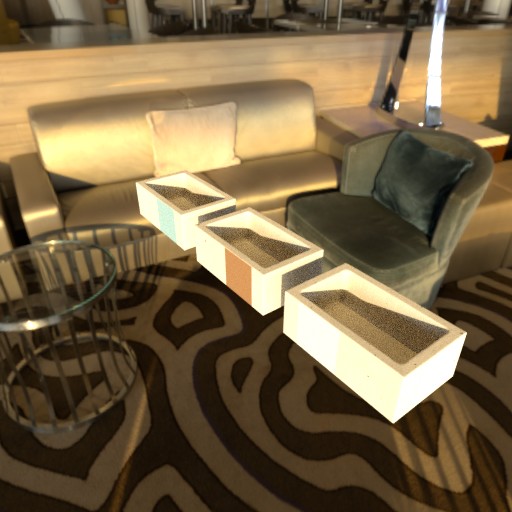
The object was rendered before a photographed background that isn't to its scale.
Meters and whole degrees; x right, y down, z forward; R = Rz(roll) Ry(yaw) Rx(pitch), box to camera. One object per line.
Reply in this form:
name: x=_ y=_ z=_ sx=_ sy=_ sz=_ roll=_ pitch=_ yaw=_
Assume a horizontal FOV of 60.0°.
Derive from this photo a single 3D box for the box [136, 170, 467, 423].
box: x=0.000 y=0.000 z=0.508 sx=0.082 sy=0.051 sz=0.461 roll=-22 pitch=38 yaw=-31
